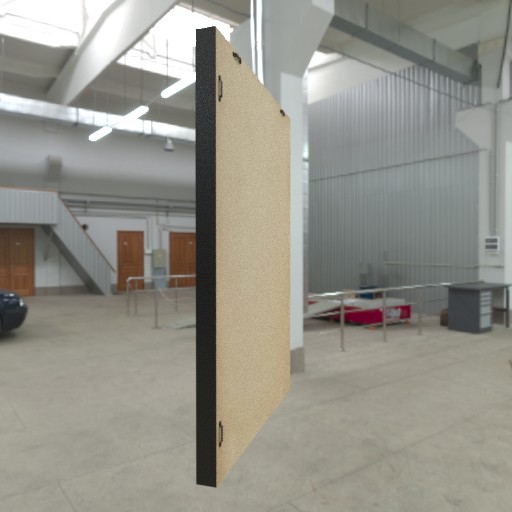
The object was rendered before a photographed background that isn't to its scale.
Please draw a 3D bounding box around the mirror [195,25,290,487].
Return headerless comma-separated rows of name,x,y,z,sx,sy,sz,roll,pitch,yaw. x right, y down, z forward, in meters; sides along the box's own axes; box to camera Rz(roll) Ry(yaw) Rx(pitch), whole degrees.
mirror,0.000,0.000,0.927,0.040,0.710,0.507,0,1,17
